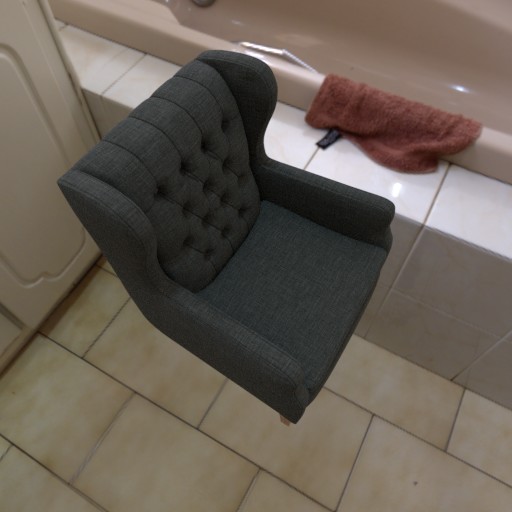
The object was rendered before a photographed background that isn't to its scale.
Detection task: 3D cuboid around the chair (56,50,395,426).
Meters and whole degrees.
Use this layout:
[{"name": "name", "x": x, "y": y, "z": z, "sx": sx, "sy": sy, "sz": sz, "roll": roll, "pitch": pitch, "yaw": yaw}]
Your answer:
[{"name": "chair", "x": 0.000, "y": 0.000, "z": 1.470, "sx": 0.775, "sy": 0.953, "sz": 0.711, "roll": 27, "pitch": 62, "yaw": 16}]
